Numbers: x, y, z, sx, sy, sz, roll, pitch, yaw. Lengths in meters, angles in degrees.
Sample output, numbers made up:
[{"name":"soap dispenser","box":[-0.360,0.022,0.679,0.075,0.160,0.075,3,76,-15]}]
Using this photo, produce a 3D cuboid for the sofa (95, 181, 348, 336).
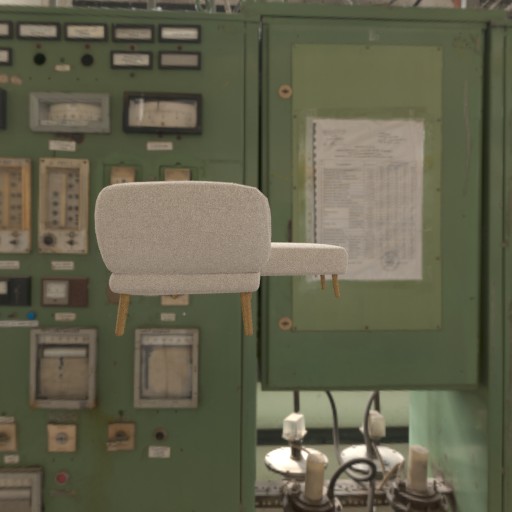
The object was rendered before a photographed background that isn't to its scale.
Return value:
[{"name":"sofa","box":[0.000,0.000,3.296,1.610,0.730,2.660,0,1,-1]}]
